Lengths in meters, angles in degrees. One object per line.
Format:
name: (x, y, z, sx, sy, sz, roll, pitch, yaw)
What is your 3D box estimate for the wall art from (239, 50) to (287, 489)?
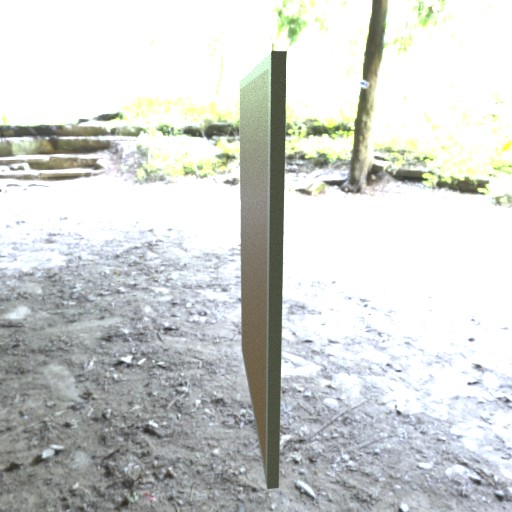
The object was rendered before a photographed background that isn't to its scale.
wall art: (0.000, 0.000, 0.558, 0.013, 0.433, 0.303, -2, 17, -7)
